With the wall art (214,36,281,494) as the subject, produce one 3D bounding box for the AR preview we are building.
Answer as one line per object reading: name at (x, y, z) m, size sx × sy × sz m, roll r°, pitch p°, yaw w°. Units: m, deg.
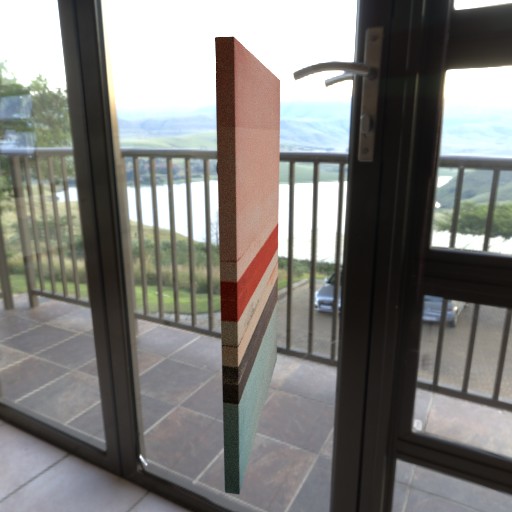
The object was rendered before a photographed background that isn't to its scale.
wall art at (0.000, 0.000, 1.140) m, size 0.038 × 0.914 × 0.610 m, roll 3°, pitch 16°, yaw 10°
